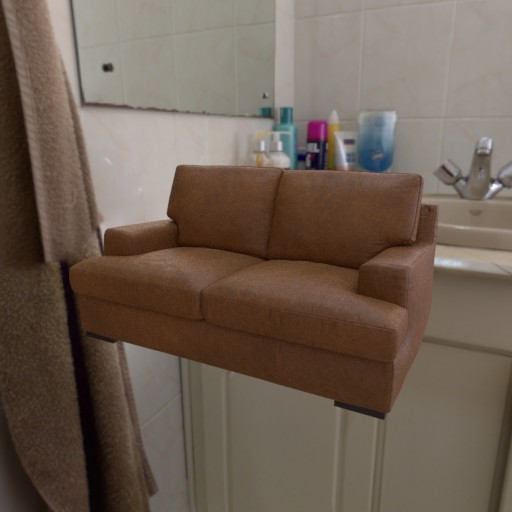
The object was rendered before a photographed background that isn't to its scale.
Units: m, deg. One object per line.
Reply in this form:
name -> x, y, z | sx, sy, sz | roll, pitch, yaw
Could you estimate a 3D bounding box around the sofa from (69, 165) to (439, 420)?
sofa -> 0.000, 0.000, 2.555 | 1.880, 0.966, 1.144 | 8, 17, 27
